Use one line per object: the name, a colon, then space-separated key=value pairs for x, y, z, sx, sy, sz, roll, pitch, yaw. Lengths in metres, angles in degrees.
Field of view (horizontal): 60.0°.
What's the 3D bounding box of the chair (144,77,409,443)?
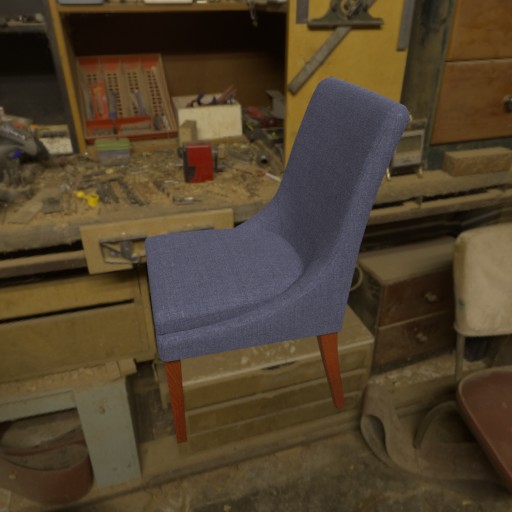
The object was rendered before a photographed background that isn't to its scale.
chair: x=0.000 y=0.000 z=1.368 sx=0.655 sy=0.952 sz=0.508 roll=-8 pitch=32 yaw=-13
